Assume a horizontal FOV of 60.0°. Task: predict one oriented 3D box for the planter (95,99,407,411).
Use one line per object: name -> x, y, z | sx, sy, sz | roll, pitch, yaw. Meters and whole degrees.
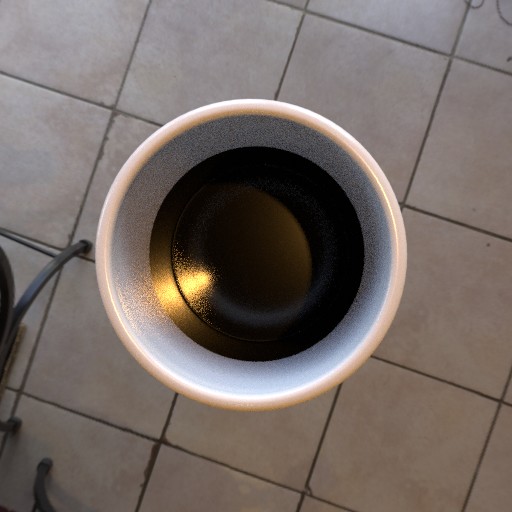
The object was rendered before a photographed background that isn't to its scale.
planter -> 0.000, 0.000, 0.636 | 0.310, 0.432, 0.310 | 0, 91, 3
